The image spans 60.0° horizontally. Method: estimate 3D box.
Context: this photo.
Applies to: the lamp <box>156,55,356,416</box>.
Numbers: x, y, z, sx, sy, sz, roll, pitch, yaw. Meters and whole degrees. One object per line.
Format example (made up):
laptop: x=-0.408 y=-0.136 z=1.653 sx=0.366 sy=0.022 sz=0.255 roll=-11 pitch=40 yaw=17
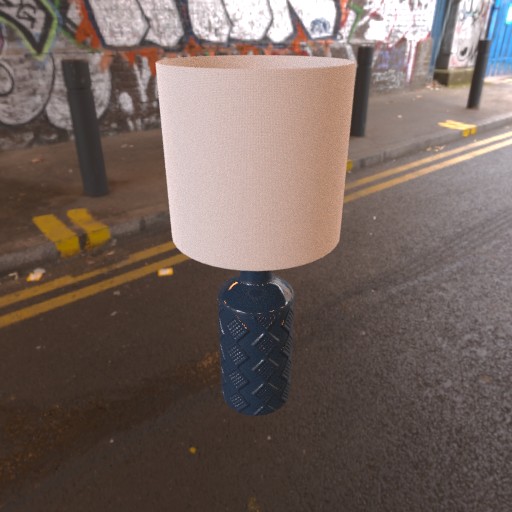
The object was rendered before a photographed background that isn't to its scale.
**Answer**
lamp: x=0.000 y=0.000 z=0.570 sx=0.207 sy=0.461 sz=0.207 roll=0 pitch=27 yaw=0
